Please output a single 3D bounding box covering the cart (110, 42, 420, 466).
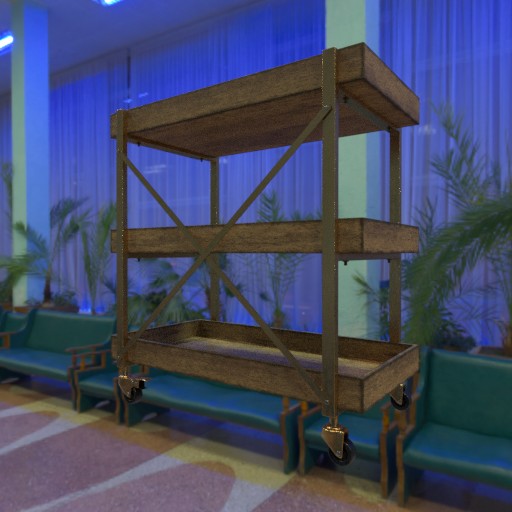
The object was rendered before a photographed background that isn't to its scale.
[{"bbox_3d":[0.000,0.000,1.189,0.750,0.799,0.416,0,1,35],"label":"cart"}]
